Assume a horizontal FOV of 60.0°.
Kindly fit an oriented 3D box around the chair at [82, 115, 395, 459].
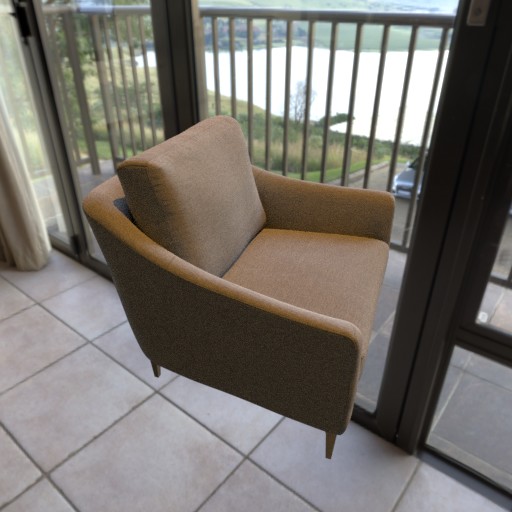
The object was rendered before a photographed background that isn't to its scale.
[{"bbox_3d":[0.000,0.000,1.721,0.961,0.902,0.986,11,33,17],"label":"chair"}]
